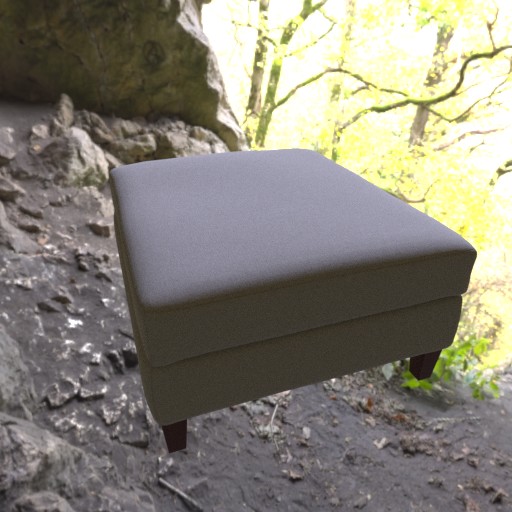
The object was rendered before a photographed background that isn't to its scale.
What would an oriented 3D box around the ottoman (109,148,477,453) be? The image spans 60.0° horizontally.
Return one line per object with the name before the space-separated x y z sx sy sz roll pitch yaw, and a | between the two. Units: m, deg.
ottoman | 0.000 0.000 1.437 0.836 0.492 0.976 -10 30 -17
